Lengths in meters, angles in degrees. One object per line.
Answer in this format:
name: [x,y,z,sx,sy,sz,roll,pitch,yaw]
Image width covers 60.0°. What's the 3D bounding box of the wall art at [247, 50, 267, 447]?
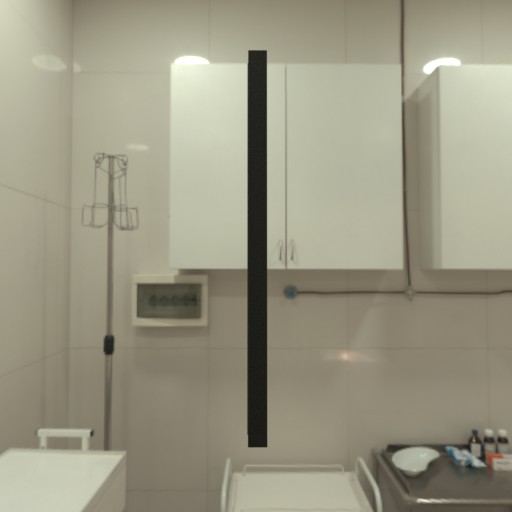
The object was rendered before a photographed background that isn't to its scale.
wall art: [0.000,0.000,0.825,0.022,0.446,0.659,0,-2,0]
